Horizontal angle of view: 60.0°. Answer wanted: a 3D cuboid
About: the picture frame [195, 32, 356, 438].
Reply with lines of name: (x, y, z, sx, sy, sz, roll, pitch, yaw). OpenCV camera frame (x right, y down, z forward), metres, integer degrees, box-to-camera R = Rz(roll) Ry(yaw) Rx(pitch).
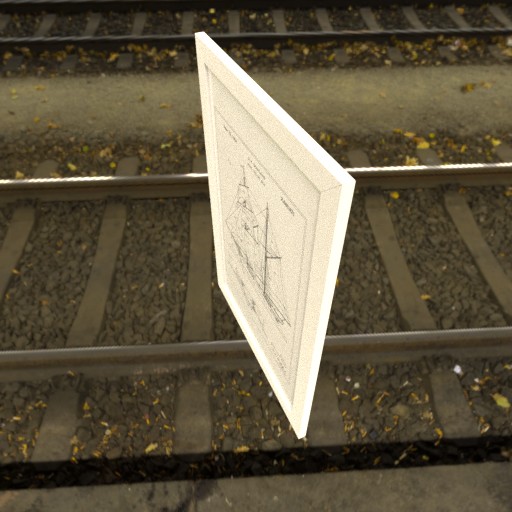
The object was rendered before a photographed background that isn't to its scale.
picture frame: (0.000, 0.000, 0.589, 0.011, 0.459, 0.326, -18, 49, -17)
